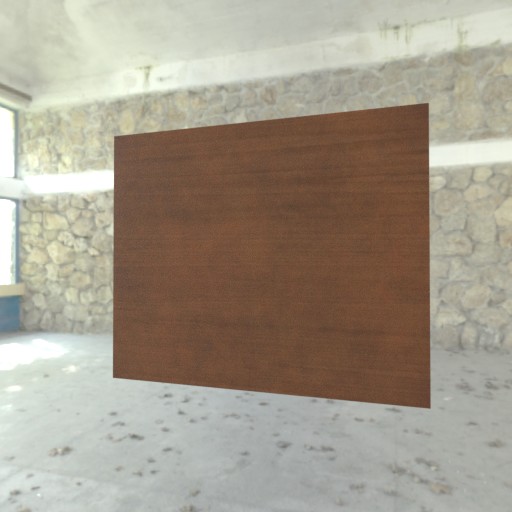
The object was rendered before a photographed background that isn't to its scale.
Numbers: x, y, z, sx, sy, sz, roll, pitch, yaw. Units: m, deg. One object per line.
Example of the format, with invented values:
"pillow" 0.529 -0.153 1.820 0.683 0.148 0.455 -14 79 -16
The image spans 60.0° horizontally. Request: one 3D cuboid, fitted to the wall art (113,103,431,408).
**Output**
"wall art" 0.000 0.000 0.766 0.558 0.457 0.033 0 -1 18
